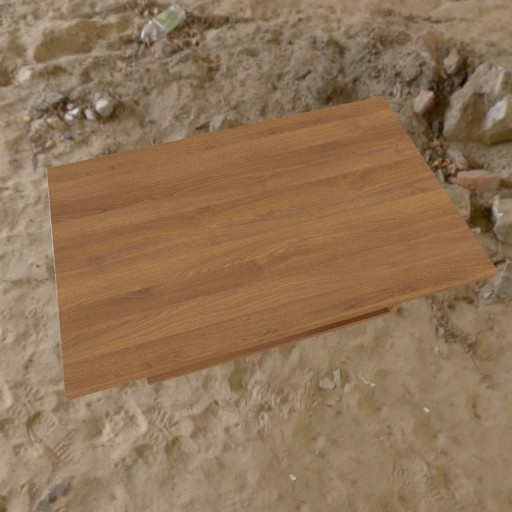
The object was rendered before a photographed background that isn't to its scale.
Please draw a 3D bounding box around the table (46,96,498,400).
[{"bbox_3d":[0.000,0.000,1.427,1.100,0.442,0.700,-15,61,-8],"label":"table"}]
